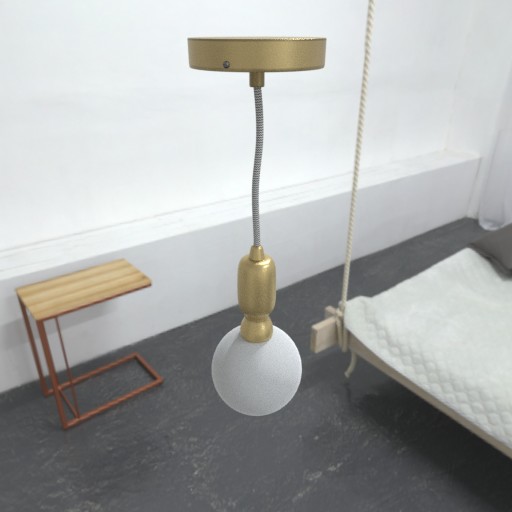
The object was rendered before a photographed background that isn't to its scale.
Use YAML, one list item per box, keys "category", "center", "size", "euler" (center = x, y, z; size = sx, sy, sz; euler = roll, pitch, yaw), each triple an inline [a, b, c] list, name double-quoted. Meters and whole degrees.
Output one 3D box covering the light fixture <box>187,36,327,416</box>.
- category: "light fixture"
  center: [0.000, 0.000, 0.577]
  size: [0.146, 0.510, 0.147]
  euler: [17, 32, 29]
